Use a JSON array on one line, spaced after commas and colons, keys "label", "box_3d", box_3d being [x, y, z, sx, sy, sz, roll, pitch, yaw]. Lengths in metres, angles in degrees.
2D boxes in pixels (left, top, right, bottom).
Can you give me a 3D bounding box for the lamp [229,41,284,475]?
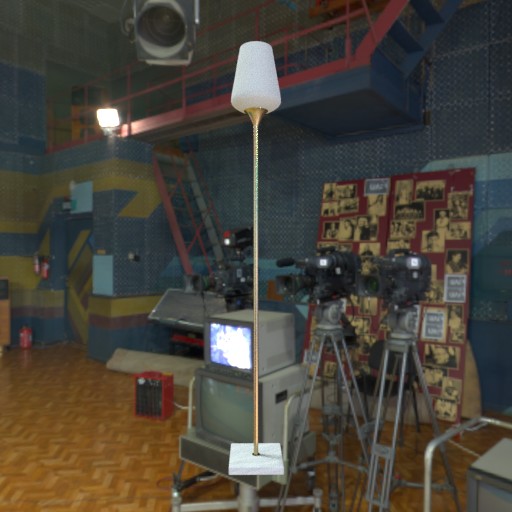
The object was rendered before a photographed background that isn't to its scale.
[{"label": "lamp", "box_3d": [0.000, 0.000, 1.946, 0.229, 1.813, 0.232, 0, 0, -1]}]
